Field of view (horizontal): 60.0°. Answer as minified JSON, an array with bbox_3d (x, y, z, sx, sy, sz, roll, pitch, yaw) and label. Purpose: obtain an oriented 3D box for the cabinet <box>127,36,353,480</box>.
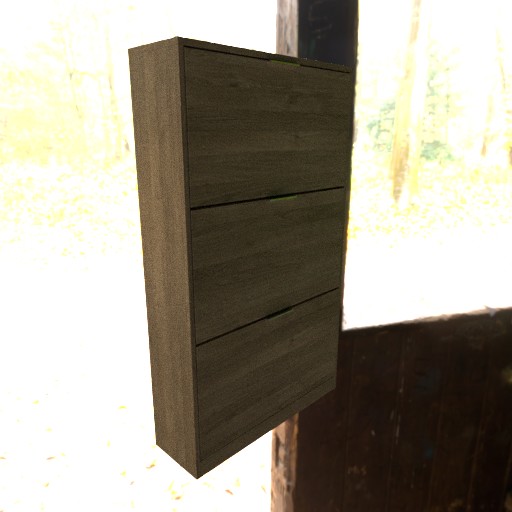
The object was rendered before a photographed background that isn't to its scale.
[{"bbox_3d":[0.000,0.000,1.559,0.250,1.280,0.750,15,21,43],"label":"cabinet"}]
